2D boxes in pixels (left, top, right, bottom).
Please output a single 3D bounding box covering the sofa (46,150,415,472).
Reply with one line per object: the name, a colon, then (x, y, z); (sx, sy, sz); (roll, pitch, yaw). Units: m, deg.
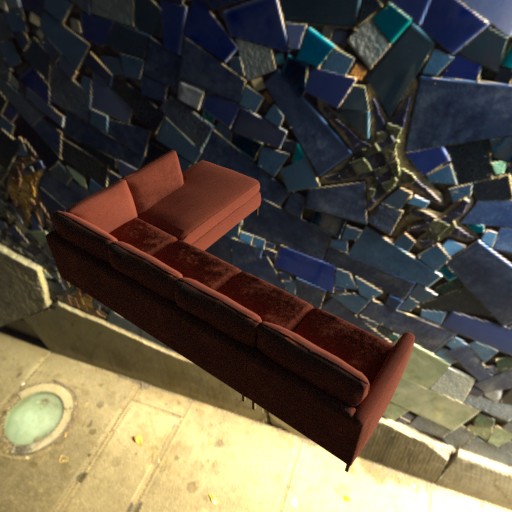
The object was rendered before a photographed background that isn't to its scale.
sofa: (0.000, 0.000, 3.513); (2.736, 0.757, 1.879); (25, 47, 26)
